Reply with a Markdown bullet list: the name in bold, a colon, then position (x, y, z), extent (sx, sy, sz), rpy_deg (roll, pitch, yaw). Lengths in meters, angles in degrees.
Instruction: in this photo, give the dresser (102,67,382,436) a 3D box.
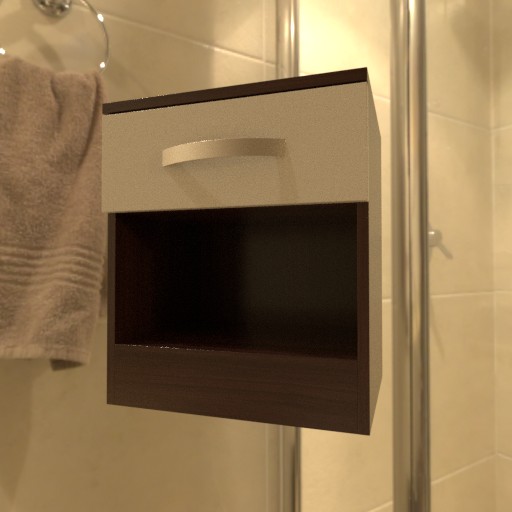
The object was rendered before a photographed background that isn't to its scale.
- **dresser**: position (0.000, 0.000, 0.765), extent (0.400, 0.470, 0.360), rpy_deg (0, -1, 19)
